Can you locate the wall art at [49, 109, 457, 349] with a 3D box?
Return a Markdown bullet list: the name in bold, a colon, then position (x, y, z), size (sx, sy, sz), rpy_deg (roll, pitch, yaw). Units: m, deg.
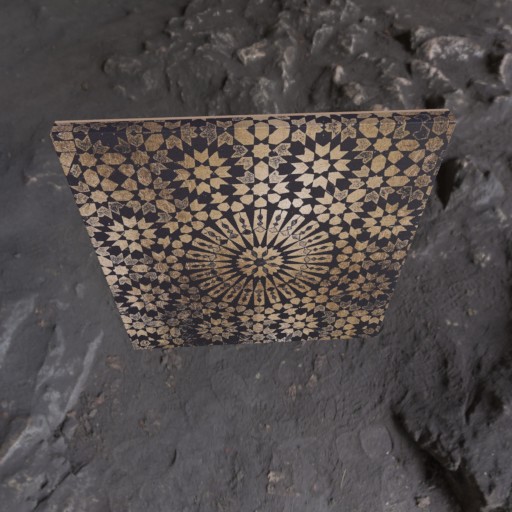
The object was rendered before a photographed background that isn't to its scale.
- **wall art**: position (0.000, 0.000, 0.900), size (0.612, 0.612, 0.038), rpy_deg (-3, 48, -2)
